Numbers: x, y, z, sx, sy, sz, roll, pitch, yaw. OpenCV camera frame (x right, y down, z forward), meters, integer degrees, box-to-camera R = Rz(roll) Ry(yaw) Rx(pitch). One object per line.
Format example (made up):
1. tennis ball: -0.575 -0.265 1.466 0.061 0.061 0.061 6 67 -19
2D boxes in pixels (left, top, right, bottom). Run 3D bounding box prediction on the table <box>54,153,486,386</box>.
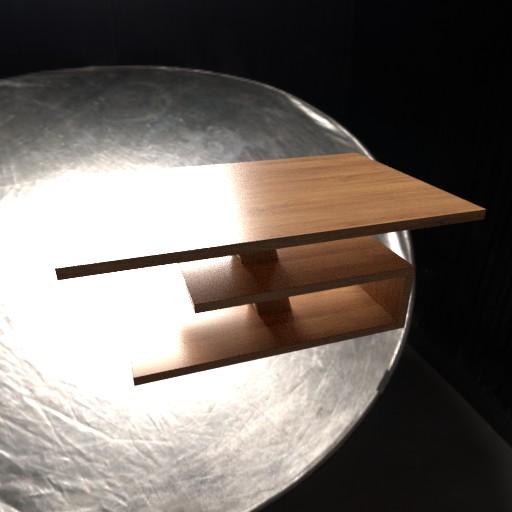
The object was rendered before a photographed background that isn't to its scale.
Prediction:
1. table: 0.000 0.000 1.456 1.100 0.442 0.700 -8 28 -16
